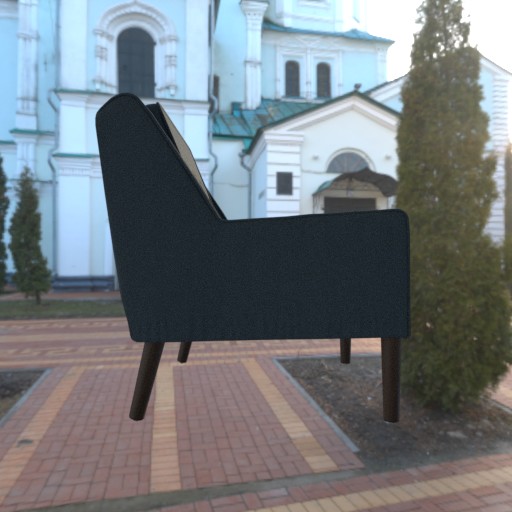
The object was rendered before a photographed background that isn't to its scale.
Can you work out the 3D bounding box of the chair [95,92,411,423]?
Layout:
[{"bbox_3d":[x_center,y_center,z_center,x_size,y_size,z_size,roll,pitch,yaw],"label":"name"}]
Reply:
[{"bbox_3d":[0.000,0.000,1.324,0.733,0.780,0.663,0,-1,1],"label":"chair"}]
